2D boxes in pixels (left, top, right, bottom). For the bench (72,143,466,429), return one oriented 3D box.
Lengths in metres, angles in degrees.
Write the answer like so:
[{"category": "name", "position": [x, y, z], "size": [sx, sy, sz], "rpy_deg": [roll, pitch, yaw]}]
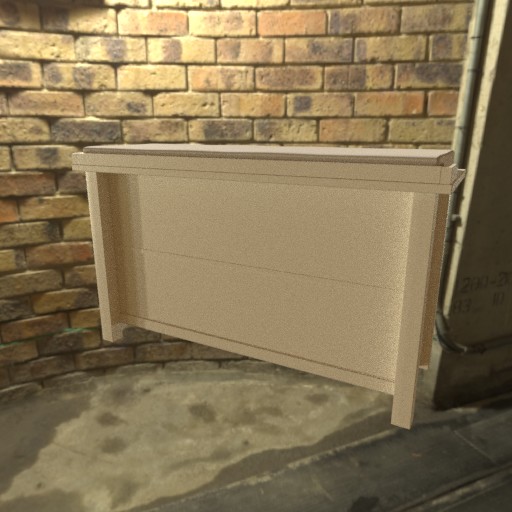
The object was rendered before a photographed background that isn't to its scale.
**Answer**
[{"category": "bench", "position": [0.000, 0.000, 1.236], "size": [0.987, 0.589, 0.346], "rpy_deg": [8, 18, 27]}]
